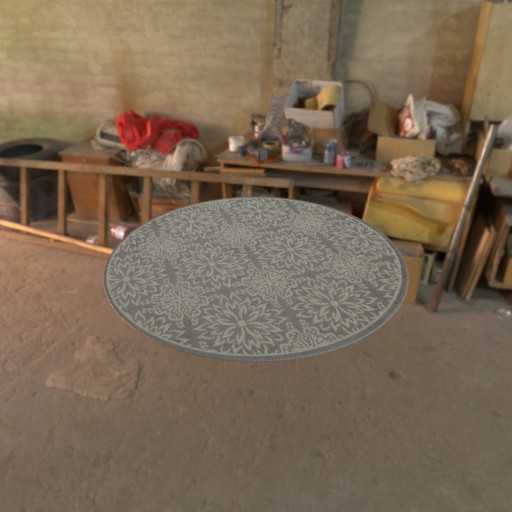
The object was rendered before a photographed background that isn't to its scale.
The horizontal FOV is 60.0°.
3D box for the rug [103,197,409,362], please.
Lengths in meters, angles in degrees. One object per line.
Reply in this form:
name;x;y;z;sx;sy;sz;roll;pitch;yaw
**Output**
rug;0.000;0.000;2.411;1.593;0.012;1.593;0;31;0
